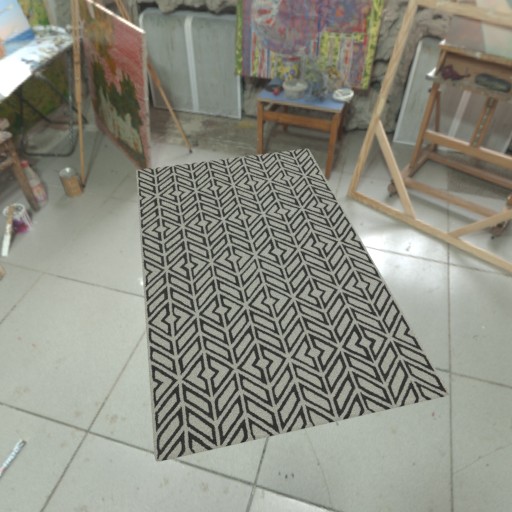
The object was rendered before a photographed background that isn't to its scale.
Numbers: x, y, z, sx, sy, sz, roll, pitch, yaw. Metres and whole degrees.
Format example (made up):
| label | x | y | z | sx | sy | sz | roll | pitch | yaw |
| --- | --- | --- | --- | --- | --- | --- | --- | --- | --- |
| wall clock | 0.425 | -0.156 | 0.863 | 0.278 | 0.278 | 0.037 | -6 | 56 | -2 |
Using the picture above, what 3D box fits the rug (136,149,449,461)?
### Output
| label | x | y | z | sx | sy | sz | roll | pitch | yaw |
| --- | --- | --- | --- | --- | --- | --- | --- | --- | --- |
| rug | 0.000 | 0.000 | 3.025 | 1.523 | 0.008 | 2.438 | -9 | 46 | -9 |
